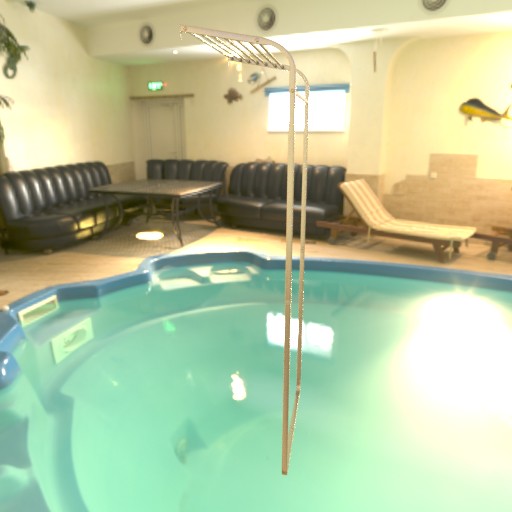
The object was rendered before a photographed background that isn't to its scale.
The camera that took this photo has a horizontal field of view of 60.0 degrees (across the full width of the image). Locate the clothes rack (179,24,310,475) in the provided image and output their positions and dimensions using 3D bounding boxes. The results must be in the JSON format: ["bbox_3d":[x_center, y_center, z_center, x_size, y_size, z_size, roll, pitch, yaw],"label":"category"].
[{"bbox_3d":[0.000,0.000,1.777,0.349,1.574,0.609,3,16,10],"label":"clothes rack"}]
